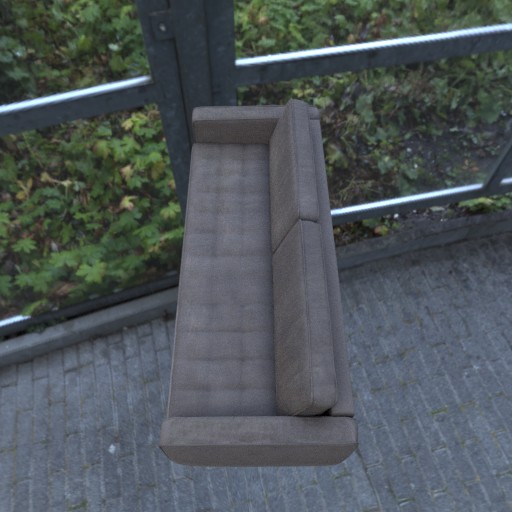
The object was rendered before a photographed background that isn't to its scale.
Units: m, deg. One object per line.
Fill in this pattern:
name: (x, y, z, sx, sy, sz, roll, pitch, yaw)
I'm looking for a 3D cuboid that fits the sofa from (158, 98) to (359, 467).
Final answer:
sofa: (0.000, 0.000, 2.707, 0.923, 0.813, 2.295, 0, 58, 0)
